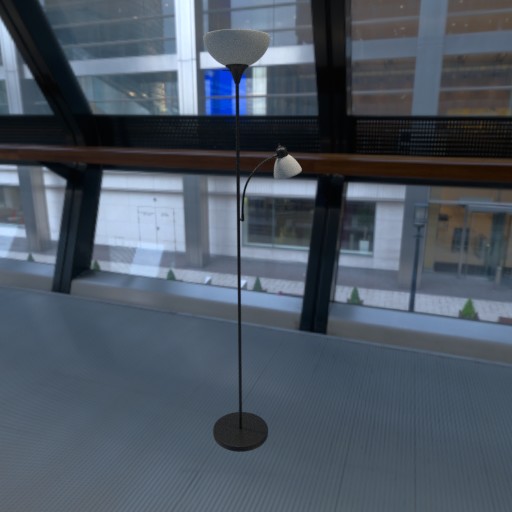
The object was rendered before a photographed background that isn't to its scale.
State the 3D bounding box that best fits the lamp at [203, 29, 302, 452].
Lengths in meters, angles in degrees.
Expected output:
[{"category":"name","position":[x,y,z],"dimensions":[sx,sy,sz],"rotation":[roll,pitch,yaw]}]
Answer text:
[{"category":"lamp","position":[0.000,0.000,2.016],"dimensions":[0.442,1.804,0.279],"rotation":[-7,16,-26]}]
